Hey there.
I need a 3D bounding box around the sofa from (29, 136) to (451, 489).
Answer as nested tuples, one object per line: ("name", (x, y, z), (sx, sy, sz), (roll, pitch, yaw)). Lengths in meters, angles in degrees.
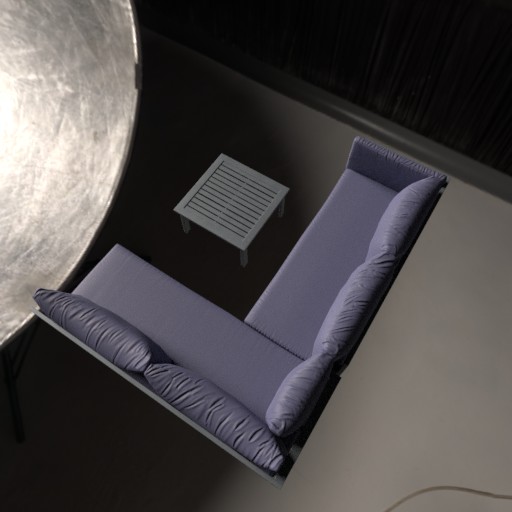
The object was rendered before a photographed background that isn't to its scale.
("sofa", (0.000, 0.000, 2.912), (1.658, 0.762, 2.149), (30, 67, 14))
